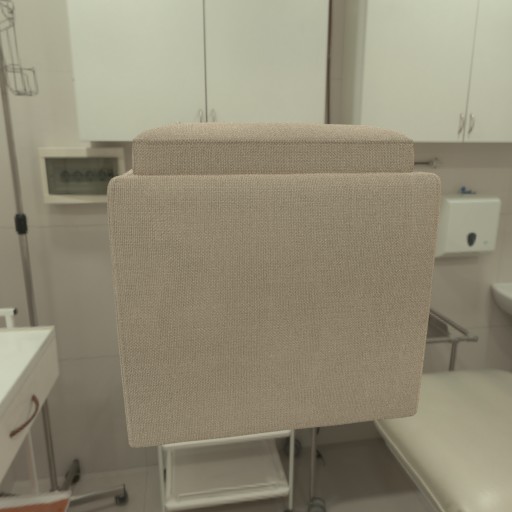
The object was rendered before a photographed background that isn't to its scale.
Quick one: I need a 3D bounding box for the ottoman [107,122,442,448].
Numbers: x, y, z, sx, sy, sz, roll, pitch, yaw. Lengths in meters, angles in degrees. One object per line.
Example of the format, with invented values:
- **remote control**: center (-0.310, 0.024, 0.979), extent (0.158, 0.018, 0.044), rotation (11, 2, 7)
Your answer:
- **ottoman**: center (0.000, 0.000, 0.804), extent (0.450, 0.460, 0.451), rotation (-3, 14, -10)
